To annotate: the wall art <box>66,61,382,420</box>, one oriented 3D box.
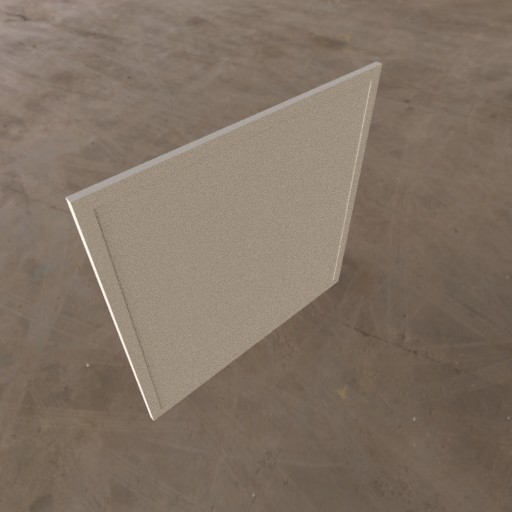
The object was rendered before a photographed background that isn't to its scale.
[{"bbox_3d":[0.000,0.000,0.971,0.660,0.660,0.015,-32,54,-28],"label":"wall art"}]
